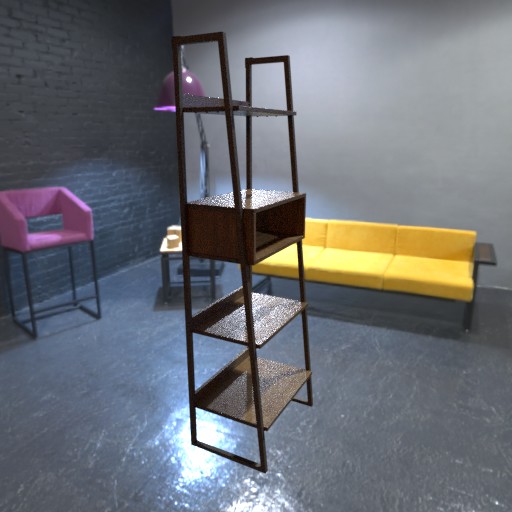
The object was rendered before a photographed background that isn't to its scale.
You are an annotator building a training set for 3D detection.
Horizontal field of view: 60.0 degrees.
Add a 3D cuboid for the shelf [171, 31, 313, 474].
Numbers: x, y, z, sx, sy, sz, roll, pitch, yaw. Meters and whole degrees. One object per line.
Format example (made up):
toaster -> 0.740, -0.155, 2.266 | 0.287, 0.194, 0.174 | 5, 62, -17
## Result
shelf -> 0.000, 0.000, 2.289 | 0.454, 2.005, 0.652 | 8, 18, 27
